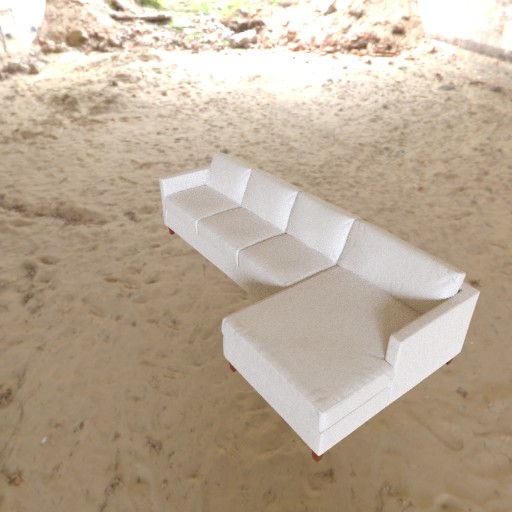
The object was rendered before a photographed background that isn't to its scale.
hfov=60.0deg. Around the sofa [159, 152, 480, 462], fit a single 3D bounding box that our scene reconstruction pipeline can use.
[{"bbox_3d":[0.000,0.000,4.179,1.606,0.954,3.471,-21,38,-30],"label":"sofa"}]
